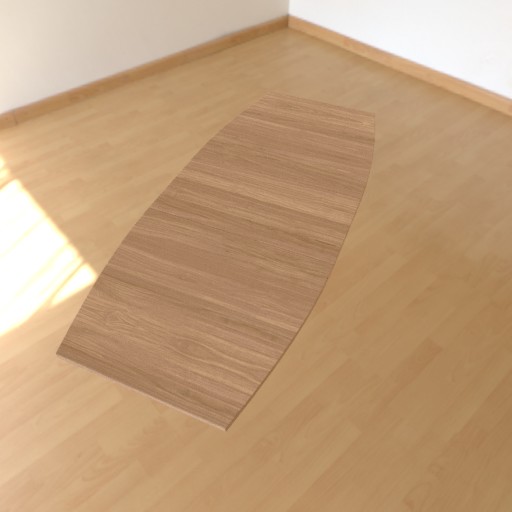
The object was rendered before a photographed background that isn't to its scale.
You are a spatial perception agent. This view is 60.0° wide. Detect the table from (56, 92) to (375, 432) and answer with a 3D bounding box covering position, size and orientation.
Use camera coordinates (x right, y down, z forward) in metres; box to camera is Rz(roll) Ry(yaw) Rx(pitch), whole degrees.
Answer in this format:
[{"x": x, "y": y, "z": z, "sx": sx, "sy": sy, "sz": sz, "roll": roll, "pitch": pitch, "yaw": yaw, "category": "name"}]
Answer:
[{"x": 0.000, "y": 0.000, "z": 2.377, "sx": 0.900, "sy": 0.750, "sz": 2.032, "roll": 18, "pitch": 50, "yaw": 15, "category": "table"}]
